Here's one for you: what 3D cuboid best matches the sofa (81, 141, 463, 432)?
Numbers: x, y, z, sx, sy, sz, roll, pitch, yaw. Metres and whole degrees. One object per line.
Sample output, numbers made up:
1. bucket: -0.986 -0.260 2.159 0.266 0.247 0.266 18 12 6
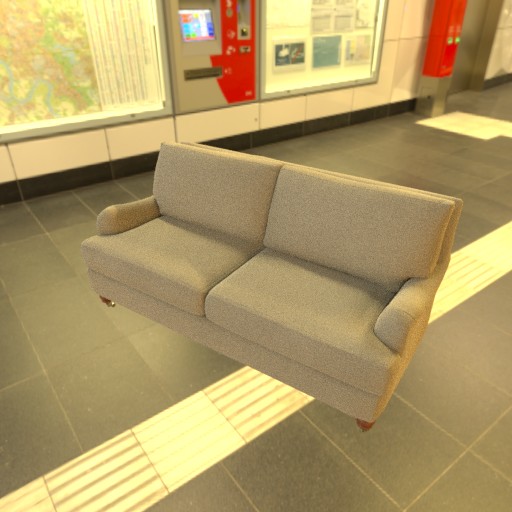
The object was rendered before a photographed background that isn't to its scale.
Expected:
1. sofa: 0.000 0.000 2.707 2.070 0.997 1.091 19 35 28
